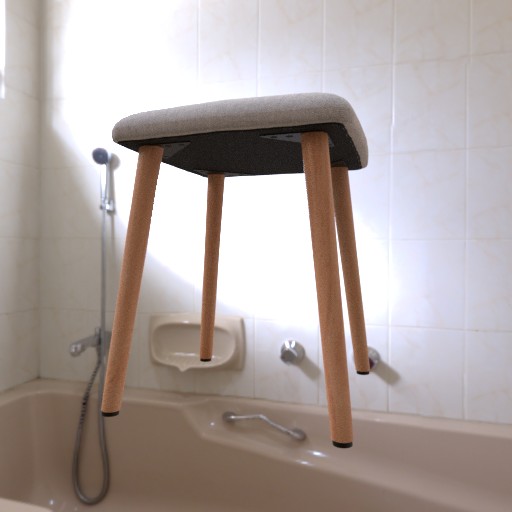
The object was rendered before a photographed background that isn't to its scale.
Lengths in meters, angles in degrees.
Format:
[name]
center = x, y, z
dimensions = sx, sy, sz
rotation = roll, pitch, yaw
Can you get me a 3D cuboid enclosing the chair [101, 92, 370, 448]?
[chair]
center = 0.000, 0.000, 0.722
dimensions = 0.350, 0.440, 0.350
rotation = 0, 1, 18
